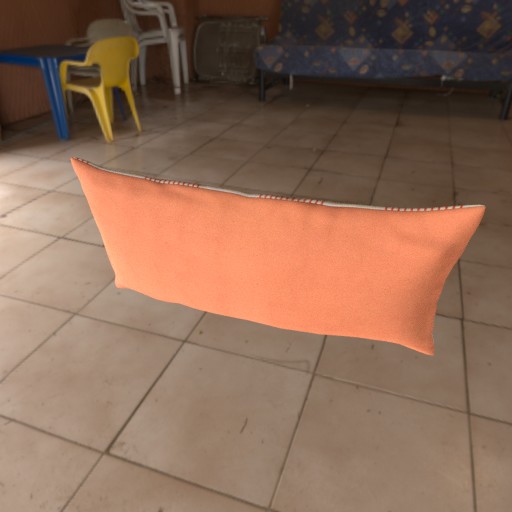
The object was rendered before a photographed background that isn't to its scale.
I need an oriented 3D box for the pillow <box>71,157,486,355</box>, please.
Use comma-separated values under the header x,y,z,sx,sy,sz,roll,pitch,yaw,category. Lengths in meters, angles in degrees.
x,y,z,sx,sy,sz,roll,pitch,yaw,category
0.000,0.000,0.719,0.608,0.292,0.156,10,32,16,pillow
